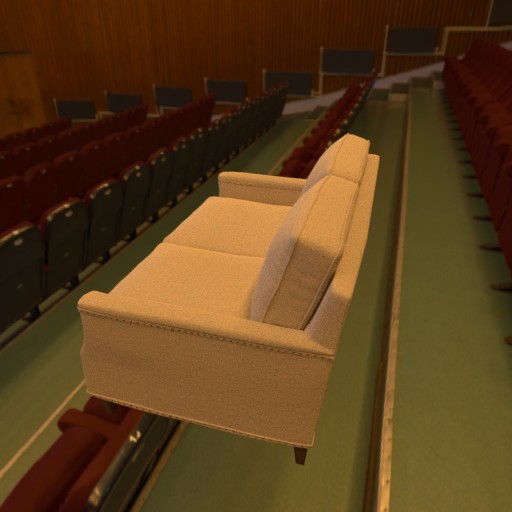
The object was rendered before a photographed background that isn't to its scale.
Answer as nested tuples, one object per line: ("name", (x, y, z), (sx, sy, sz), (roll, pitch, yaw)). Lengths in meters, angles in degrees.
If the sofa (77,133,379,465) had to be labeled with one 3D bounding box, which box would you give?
("sofa", (0.000, 0.000, 2.272), (1.084, 1.003, 1.597), (9, 31, 15))
